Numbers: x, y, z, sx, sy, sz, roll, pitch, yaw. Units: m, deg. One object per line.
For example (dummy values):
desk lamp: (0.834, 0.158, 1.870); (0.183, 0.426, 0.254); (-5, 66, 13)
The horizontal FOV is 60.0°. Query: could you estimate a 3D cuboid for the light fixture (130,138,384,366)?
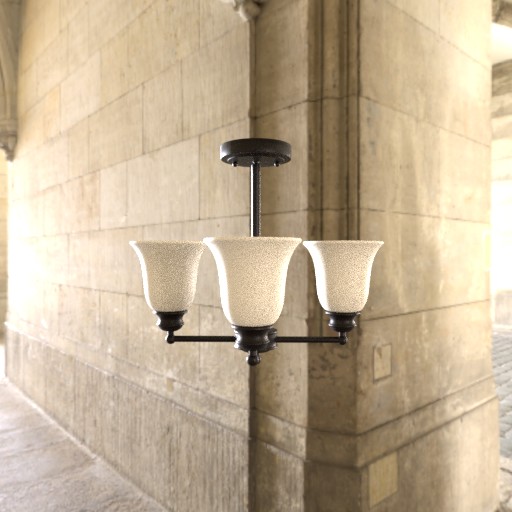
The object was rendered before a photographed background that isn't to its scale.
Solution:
light fixture: (0.000, 0.000, 1.887); (1.069, 0.925, 1.069); (0, 0, 2)
